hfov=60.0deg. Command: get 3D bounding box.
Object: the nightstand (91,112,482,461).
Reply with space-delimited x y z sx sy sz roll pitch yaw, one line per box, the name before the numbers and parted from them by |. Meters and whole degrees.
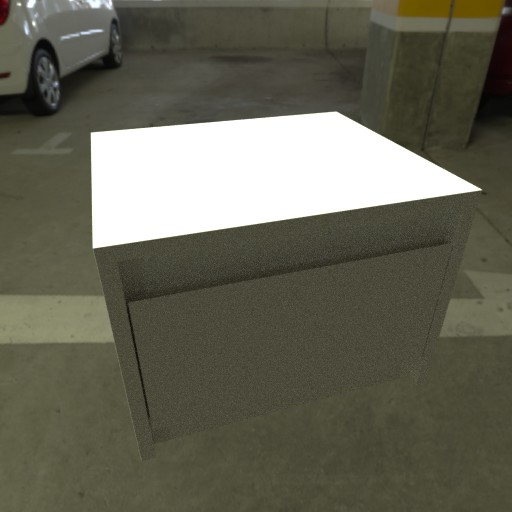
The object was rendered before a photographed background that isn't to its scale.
nightstand | 0.000 0.000 0.757 0.470 0.351 0.408 -10 33 -15
